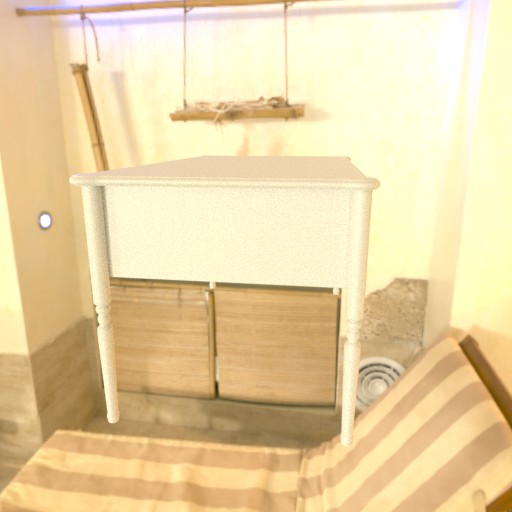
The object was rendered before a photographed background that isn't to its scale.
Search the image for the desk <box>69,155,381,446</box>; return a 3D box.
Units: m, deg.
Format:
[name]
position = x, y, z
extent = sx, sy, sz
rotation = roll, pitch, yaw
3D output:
[desk]
position = 0.000, 0.000, 1.843
extent = 0.807, 0.762, 1.380
rotation = 2, 15, 8
